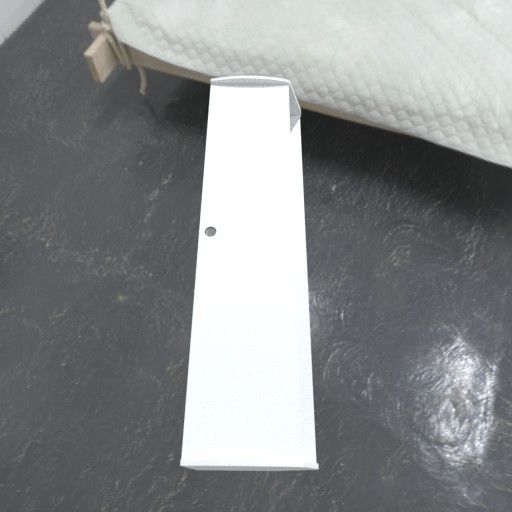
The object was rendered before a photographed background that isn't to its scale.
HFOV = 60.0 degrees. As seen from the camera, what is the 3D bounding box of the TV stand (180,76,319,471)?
[{"bbox_3d":[0.000,0.000,1.701,0.397,0.424,1.473,0,63,0],"label":"TV stand"}]
